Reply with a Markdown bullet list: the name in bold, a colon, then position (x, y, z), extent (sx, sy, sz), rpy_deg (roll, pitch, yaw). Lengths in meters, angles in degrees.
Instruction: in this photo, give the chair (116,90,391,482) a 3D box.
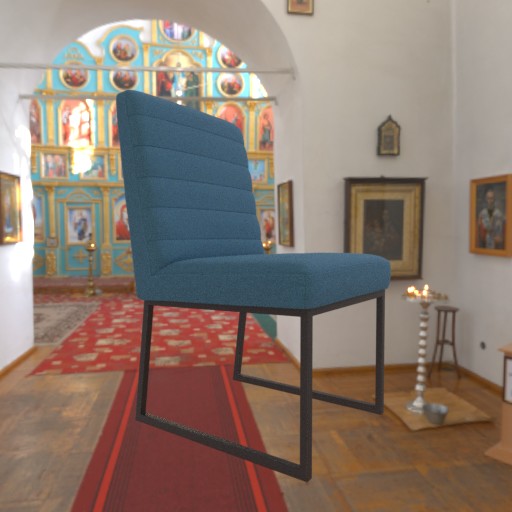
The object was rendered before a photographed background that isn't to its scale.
- **chair**: position (0.000, 0.000, 1.279), extent (0.634, 0.930, 0.520), rpy_deg (2, 3, 36)
